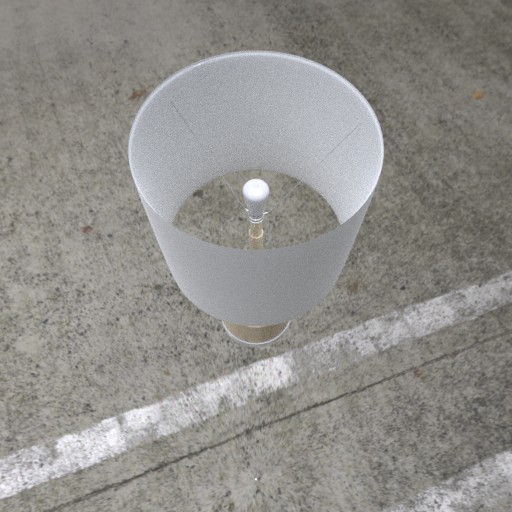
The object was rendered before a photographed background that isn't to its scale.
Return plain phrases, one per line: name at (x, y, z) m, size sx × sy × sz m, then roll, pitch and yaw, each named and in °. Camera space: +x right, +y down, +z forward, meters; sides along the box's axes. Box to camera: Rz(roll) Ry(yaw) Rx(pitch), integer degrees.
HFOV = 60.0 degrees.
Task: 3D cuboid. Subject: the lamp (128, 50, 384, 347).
lamp at (0.000, 0.000, 0.605) m, size 0.229 × 0.470 × 0.229 m, roll -19°, pitch 65°, yaw -9°
